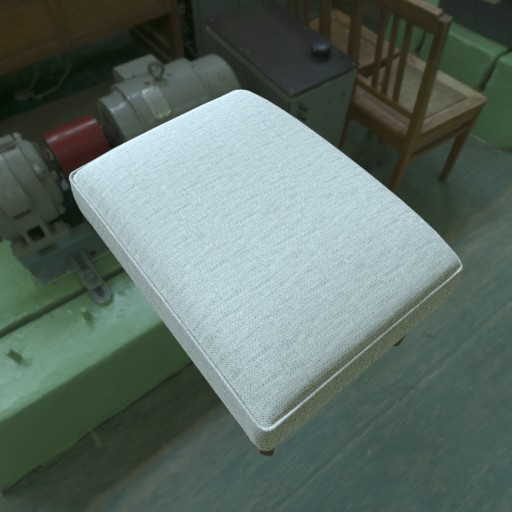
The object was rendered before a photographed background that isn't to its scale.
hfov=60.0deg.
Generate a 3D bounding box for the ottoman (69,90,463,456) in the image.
[{"bbox_3d":[0.000,0.000,1.150,0.594,0.465,0.794,-33,62,-21],"label":"ottoman"}]
